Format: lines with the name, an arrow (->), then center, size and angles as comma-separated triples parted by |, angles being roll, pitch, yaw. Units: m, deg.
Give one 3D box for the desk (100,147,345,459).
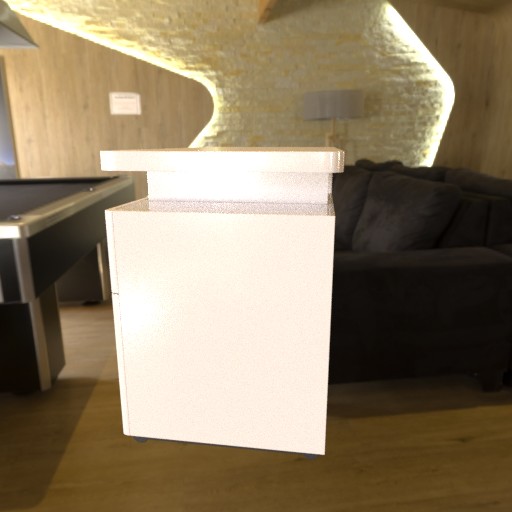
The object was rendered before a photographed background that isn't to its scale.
desk -> 0.000, 0.000, 1.610 | 0.550, 0.760, 1.200 | 2, 14, 8
